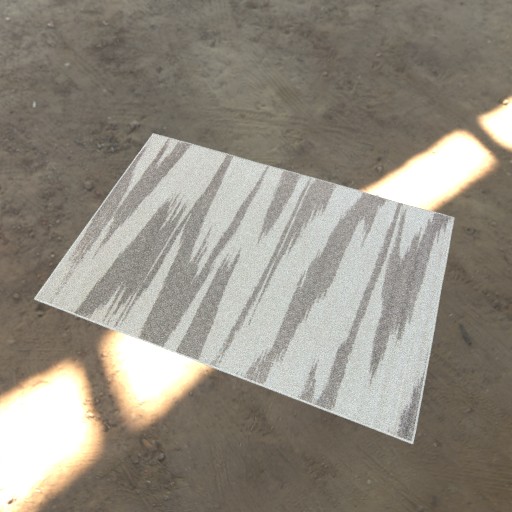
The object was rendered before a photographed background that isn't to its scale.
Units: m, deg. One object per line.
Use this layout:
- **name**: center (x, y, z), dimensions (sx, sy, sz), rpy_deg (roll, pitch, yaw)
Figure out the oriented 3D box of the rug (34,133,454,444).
- **rug**: center (0.000, 0.000, 2.262), dimensions (1.827, 0.008, 1.225), rpy_deg (18, 60, 11)
